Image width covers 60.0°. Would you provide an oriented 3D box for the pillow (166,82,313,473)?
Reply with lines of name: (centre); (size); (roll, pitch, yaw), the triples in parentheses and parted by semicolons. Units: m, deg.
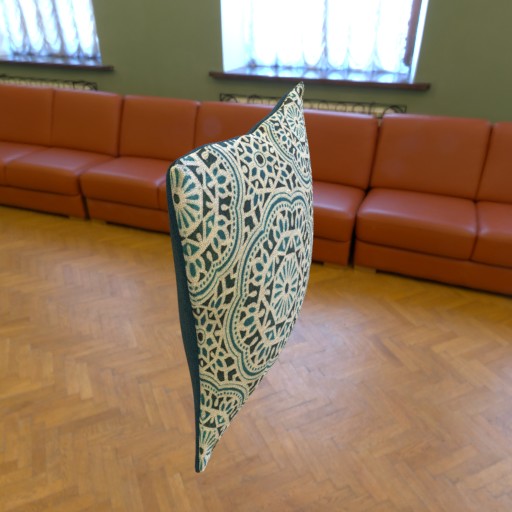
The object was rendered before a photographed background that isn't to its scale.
pillow: (0.000, 0.000, 0.649); (0.145, 0.420, 0.440); (10, 32, 17)
